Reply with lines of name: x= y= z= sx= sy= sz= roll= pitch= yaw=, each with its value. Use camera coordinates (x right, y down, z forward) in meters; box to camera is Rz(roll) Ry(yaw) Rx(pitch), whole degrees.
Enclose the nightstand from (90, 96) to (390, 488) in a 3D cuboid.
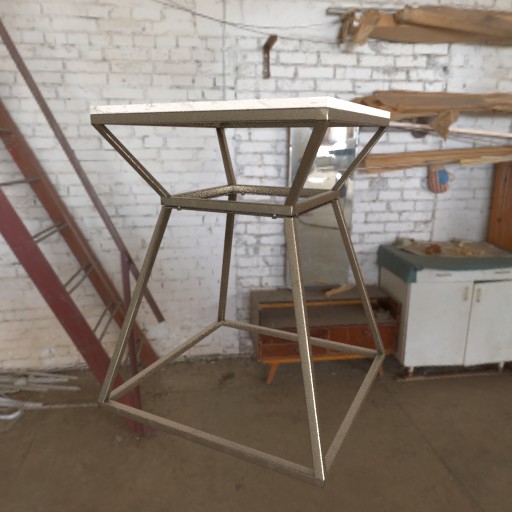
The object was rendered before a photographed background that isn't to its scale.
nightstand: x=0.000 y=0.000 z=0.881 sx=0.455 sy=0.554 sz=0.455 roll=7 pitch=17 yaw=26
